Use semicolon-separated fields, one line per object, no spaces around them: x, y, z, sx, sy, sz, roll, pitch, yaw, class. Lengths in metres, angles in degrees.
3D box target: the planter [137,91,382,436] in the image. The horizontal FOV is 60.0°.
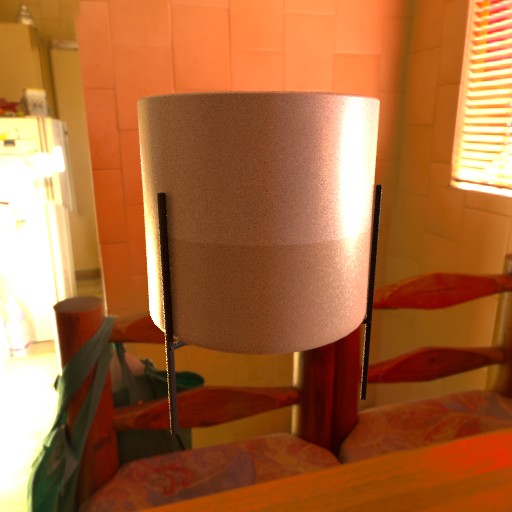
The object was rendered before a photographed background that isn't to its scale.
0.000;0.000;0.731;0.359;0.484;0.368;14;21;41;planter
